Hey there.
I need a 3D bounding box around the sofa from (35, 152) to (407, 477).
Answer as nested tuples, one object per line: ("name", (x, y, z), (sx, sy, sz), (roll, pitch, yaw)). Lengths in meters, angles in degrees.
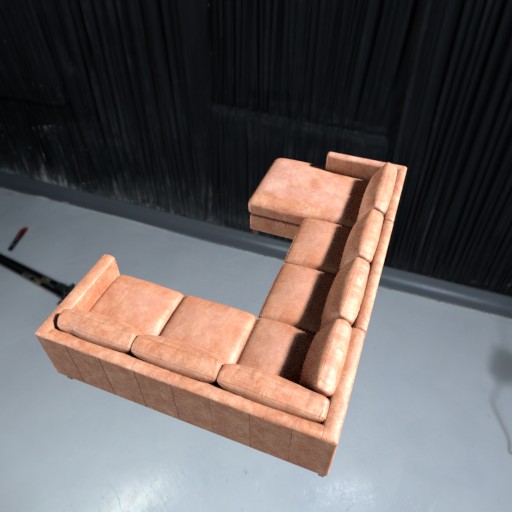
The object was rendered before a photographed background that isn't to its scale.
("sofa", (0.000, 0.000, 4.484), (2.430, 0.832, 3.401), (15, 47, 15))
